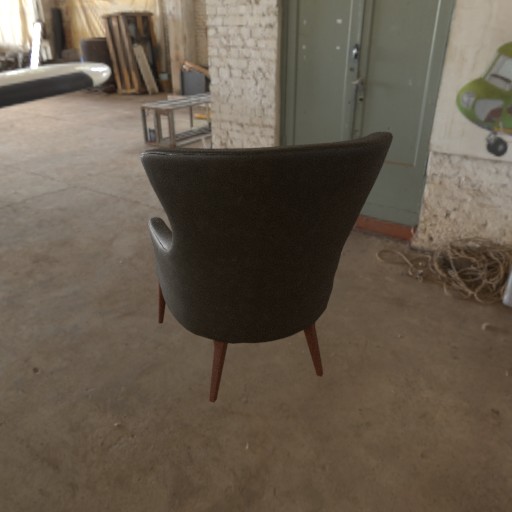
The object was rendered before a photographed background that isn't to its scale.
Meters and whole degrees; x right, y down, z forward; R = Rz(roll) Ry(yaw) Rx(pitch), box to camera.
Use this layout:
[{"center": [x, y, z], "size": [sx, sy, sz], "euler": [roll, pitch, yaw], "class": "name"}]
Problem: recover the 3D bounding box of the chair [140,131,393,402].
[{"center": [0.000, 0.000, 1.750], "size": [0.819, 1.068, 0.954], "euler": [-9, 28, -16], "class": "chair"}]
